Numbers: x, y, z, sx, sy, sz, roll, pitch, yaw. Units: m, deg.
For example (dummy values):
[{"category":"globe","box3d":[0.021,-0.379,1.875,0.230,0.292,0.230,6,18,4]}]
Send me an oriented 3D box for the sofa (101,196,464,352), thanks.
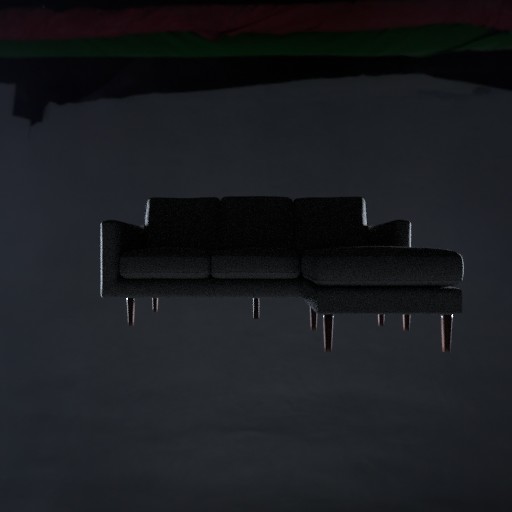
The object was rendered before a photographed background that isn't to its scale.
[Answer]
[{"category":"sofa","box3d":[0.000,0.000,2.971,2.055,0.957,1.667,0,0,1]}]
